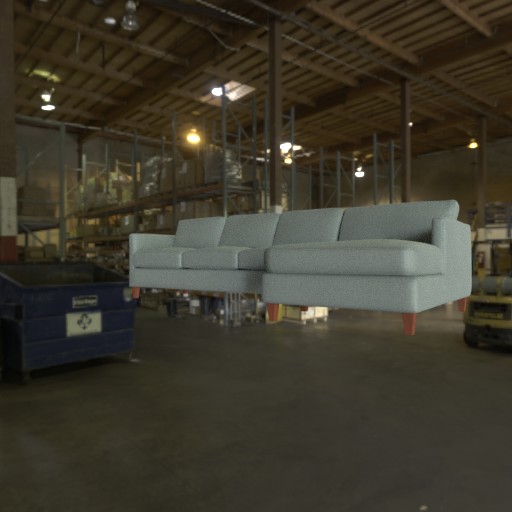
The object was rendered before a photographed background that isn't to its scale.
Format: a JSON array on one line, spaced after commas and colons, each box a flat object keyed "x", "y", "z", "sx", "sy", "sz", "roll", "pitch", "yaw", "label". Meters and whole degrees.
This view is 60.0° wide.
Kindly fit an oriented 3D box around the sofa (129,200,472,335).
[{"x": 0.000, "y": 0.000, "z": 4.174, "sx": 3.471, "sy": 0.950, "sz": 1.604, "roll": 0, "pitch": -1, "yaw": 36, "label": "sofa"}]
